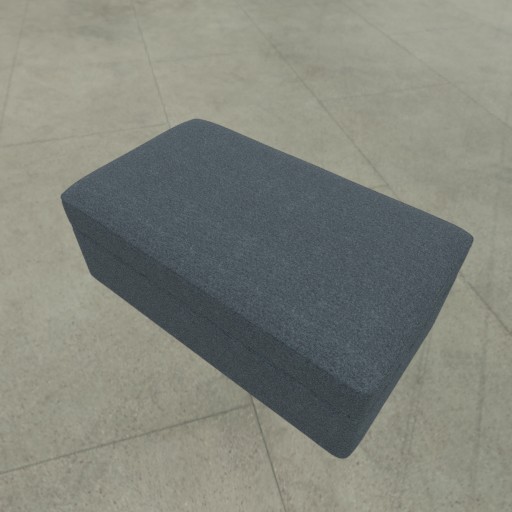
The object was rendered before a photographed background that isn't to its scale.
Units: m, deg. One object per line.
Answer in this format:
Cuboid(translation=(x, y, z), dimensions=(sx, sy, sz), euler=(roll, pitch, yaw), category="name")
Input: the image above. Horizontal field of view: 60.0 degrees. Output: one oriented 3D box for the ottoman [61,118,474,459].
Cuboid(translation=(0.000, 0.000, 1.534), dimensions=(1.173, 0.494, 0.681), euler=(30, 53, 26), category="ottoman")
